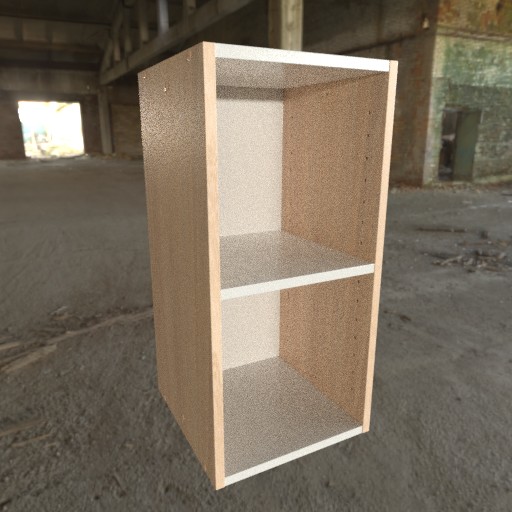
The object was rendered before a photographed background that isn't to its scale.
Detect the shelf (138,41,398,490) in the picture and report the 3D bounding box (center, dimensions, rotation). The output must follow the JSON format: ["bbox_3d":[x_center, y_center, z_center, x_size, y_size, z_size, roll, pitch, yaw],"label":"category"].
[{"bbox_3d":[0.000,0.000,0.753,0.290,0.594,0.297,-8,17,-27],"label":"shelf"}]
